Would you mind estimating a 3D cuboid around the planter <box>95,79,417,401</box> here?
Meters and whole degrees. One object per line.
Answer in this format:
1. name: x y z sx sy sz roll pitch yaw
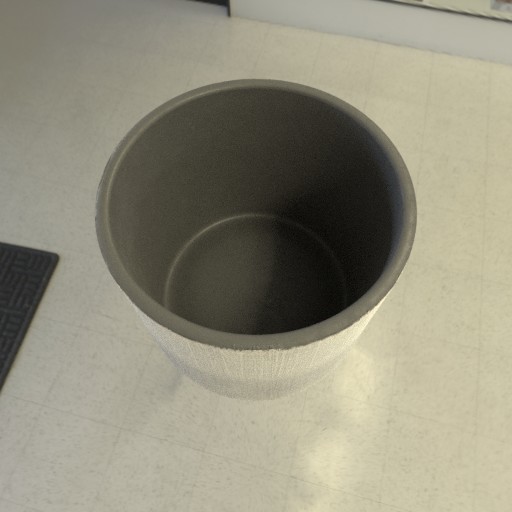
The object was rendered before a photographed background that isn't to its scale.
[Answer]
1. planter: 0.000 0.000 0.396 0.226 0.201 0.226 0 64 0
